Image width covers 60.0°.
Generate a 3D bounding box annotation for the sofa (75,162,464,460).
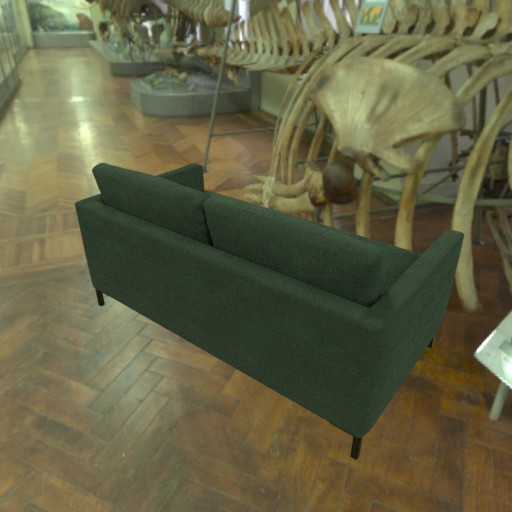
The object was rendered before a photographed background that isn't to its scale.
[{"bbox_3d":[0.000,0.000,2.169,1.676,0.817,0.875,21,35,33],"label":"sofa"}]
